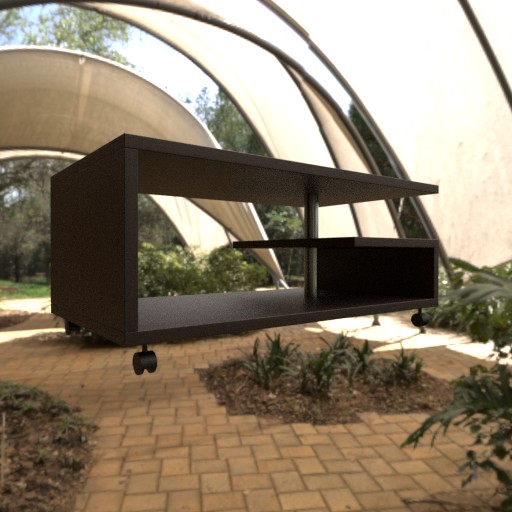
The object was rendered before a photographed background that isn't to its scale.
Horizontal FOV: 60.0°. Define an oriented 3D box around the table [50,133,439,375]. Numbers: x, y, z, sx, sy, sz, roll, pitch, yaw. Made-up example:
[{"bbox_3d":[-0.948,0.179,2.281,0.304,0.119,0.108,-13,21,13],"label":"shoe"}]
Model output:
[{"bbox_3d":[0.000,0.000,1.367,1.050,0.460,0.590,0,0,-37],"label":"table"}]
